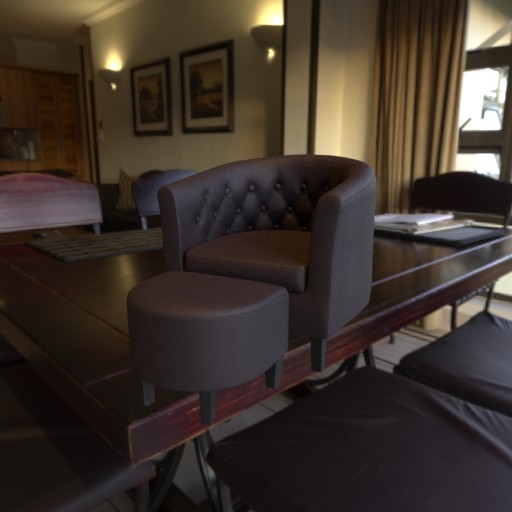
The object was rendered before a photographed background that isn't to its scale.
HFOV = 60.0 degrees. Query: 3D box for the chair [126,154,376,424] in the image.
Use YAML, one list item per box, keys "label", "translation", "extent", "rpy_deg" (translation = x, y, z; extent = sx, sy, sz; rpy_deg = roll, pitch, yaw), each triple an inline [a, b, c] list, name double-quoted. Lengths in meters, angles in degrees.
- label: "chair"
  translation: [0.000, 0.000, 1.700]
  extent: [0.763, 0.760, 1.191]
  rpy_deg: [7, 15, 27]
